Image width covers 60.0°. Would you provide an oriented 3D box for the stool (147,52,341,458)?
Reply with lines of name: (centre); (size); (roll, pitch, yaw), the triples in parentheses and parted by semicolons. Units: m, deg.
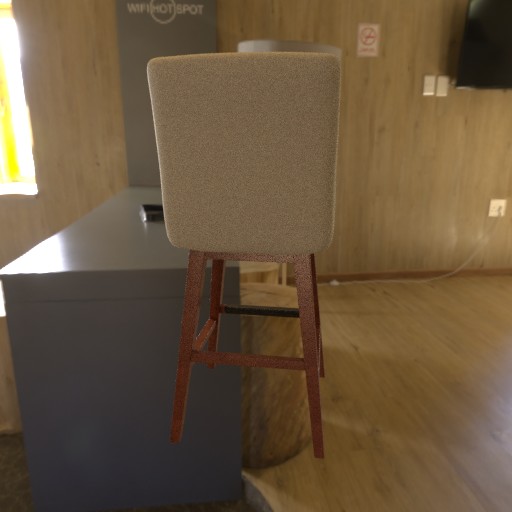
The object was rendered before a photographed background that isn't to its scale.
stool: (0.000, 0.000, 1.387); (0.470, 1.092, 0.559); (2, 16, 8)
